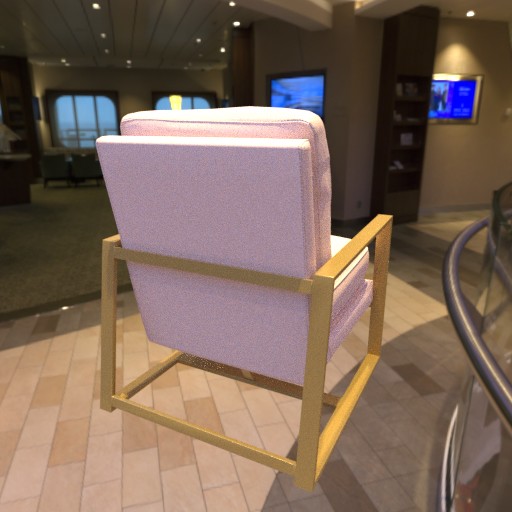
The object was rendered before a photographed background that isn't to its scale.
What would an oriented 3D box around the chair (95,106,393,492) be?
[{"bbox_3d":[0.000,0.000,1.521,0.758,0.956,0.813,9,19,27],"label":"chair"}]
